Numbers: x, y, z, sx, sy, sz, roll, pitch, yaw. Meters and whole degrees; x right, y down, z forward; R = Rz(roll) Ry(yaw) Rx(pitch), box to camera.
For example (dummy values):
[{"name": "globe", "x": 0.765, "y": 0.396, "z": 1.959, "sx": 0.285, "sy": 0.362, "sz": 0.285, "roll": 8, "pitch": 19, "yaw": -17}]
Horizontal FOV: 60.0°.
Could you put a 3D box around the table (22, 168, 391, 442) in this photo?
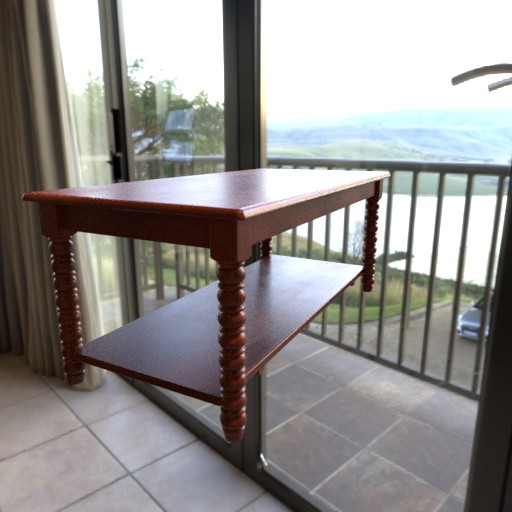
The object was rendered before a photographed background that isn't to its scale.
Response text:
[{"name": "table", "x": 0.000, "y": 0.000, "z": 1.423, "sx": 0.580, "sy": 0.485, "sz": 1.171, "roll": 7, "pitch": 16, "yaw": 27}]
